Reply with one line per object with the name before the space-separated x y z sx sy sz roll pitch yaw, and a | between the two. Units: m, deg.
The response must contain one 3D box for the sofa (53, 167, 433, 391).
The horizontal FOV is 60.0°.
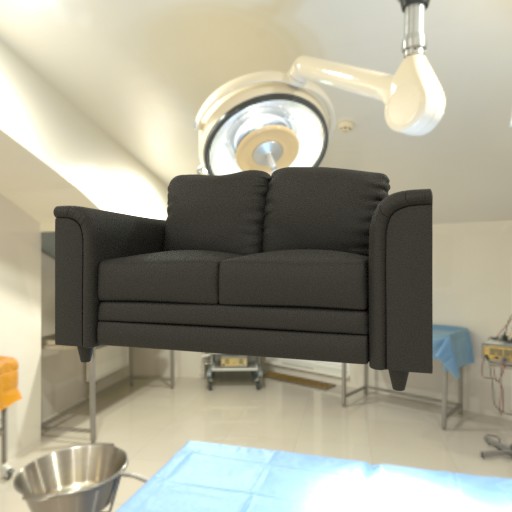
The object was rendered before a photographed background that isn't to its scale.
sofa | 0.000 0.000 1.930 1.386 0.845 0.887 0 0 18
